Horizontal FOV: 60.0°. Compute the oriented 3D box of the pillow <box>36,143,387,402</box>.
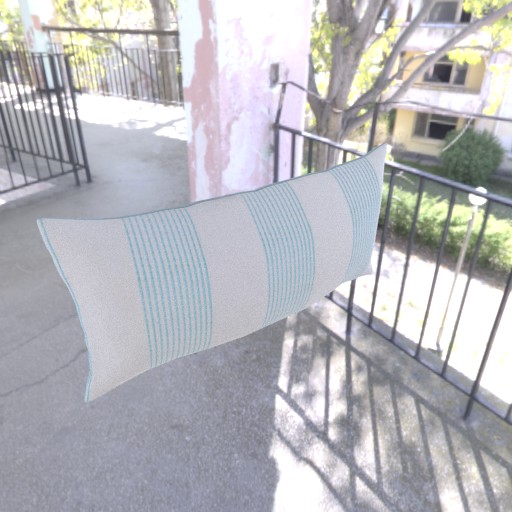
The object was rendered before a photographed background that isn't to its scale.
[{"bbox_3d":[0.000,0.000,0.726,0.610,0.287,0.151,-19,34,-31],"label":"pillow"}]
